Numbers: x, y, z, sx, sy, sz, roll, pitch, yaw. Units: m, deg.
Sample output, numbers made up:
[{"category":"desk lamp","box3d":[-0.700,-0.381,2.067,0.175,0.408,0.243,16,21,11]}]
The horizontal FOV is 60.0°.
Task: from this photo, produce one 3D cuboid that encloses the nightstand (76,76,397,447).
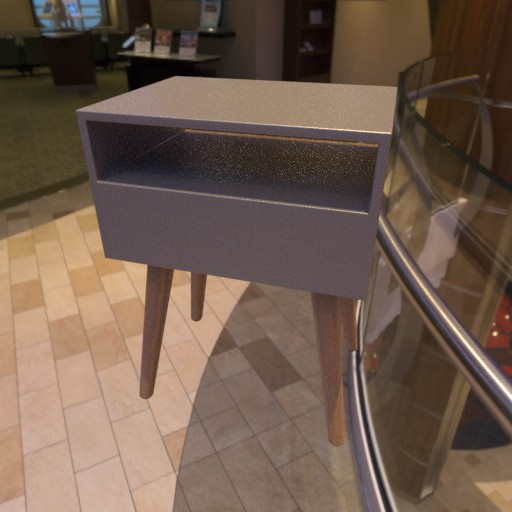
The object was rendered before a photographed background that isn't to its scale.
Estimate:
[{"category":"nightstand","box3d":[0.000,0.000,0.737,0.370,0.508,0.288,9,31,14]}]
